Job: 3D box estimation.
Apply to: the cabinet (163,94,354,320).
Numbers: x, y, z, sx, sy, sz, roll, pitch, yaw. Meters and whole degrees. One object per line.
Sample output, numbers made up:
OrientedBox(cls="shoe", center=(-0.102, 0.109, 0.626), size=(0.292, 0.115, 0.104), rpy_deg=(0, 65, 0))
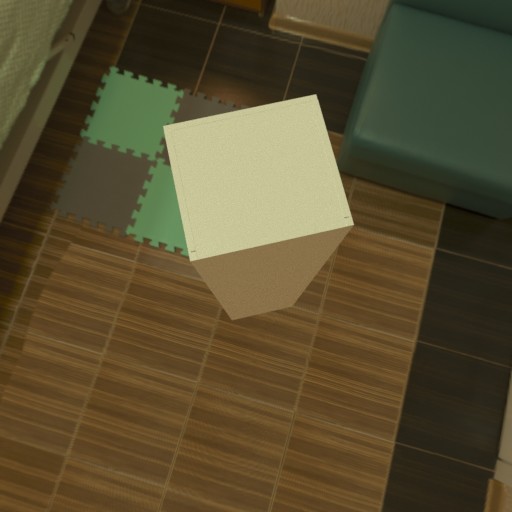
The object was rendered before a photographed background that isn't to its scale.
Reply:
OrientedBox(cls="cabinet", center=(0.000, 0.000, 1.502), size=(0.300, 1.400, 0.269), rpy_deg=(-13, 78, -3))
